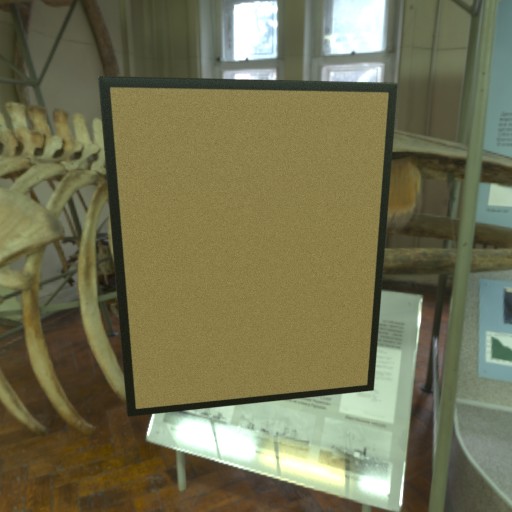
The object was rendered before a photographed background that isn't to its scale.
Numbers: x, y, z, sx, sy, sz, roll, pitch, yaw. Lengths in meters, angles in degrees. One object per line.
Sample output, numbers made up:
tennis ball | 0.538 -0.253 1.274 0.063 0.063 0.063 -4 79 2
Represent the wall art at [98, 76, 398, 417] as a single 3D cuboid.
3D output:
wall art | 0.000 0.000 0.784 0.481 0.582 0.018 -3 15 -10
